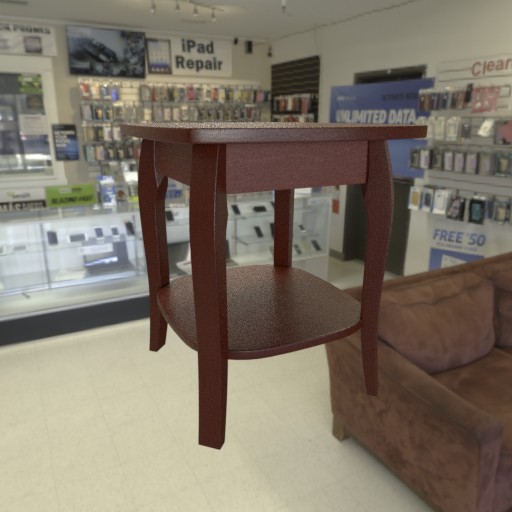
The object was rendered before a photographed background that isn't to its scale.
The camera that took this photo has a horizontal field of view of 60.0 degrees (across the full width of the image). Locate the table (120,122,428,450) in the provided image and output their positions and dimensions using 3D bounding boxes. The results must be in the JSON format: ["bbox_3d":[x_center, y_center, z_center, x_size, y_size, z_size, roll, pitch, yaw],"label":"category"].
[{"bbox_3d":[0.000,0.000,0.868,0.433,0.496,0.502,-8,19,-25],"label":"table"}]
